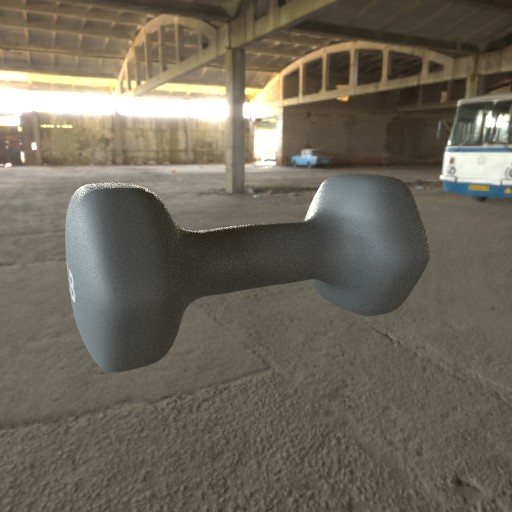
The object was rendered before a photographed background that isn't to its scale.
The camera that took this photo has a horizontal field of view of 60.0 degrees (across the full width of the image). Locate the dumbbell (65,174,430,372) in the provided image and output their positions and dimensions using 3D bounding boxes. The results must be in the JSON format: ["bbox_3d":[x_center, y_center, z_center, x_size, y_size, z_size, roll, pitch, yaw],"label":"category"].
[{"bbox_3d":[0.000,0.000,0.235,0.184,0.081,0.090,-7,15,-26],"label":"dumbbell"}]
